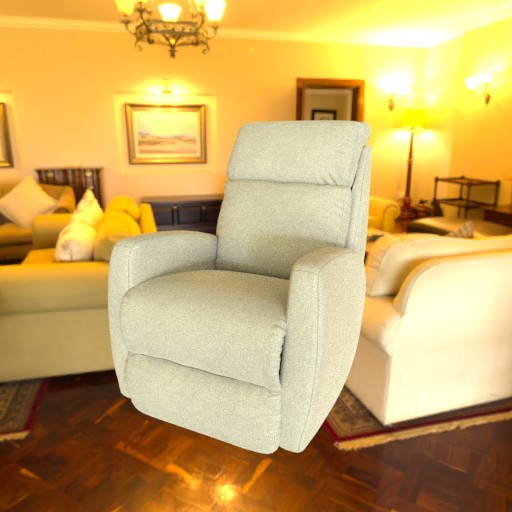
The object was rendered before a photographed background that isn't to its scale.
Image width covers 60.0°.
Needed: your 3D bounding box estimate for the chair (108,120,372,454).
[{"bbox_3d":[0.000,0.000,1.698,0.812,1.015,0.941,7,17,26],"label":"chair"}]
